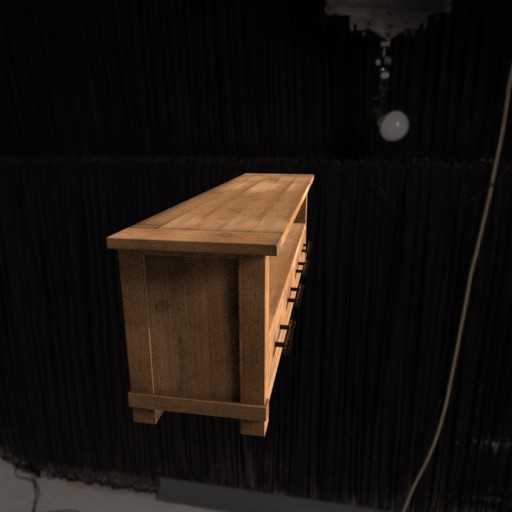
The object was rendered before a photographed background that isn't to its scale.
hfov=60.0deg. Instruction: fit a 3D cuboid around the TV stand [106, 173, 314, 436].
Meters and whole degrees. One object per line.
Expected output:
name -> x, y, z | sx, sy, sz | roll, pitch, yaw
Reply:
TV stand -> 0.000, 0.000, 2.004 | 0.453, 0.573, 1.804 | 3, 16, 10
